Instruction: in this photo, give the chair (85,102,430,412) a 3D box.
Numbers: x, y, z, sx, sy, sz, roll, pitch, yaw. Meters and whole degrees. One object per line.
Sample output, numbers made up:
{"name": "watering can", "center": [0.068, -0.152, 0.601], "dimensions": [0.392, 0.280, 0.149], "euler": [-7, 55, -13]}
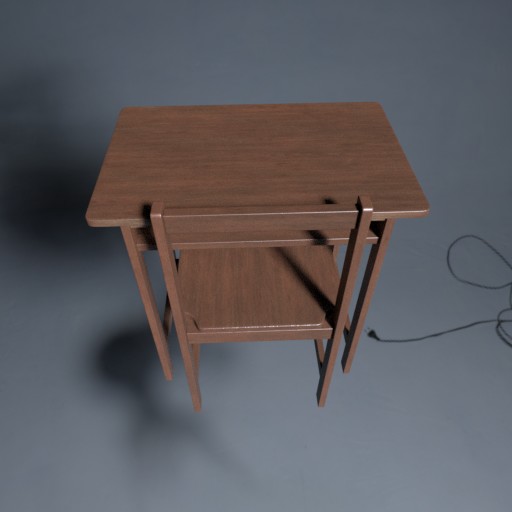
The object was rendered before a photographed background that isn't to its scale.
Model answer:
{"name": "chair", "center": [0.000, 0.000, 1.065], "dimensions": [0.599, 0.673, 0.463], "euler": [-2, 46, -2]}
